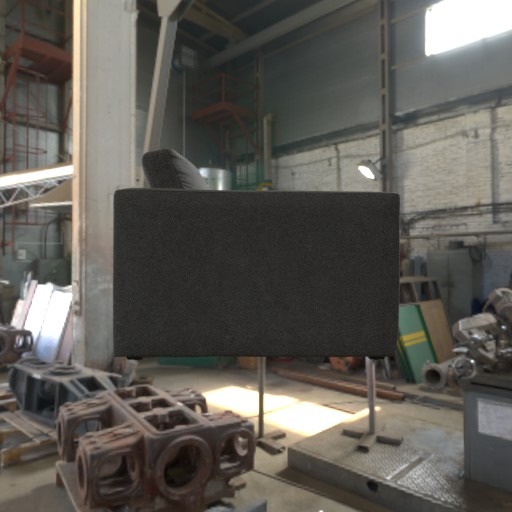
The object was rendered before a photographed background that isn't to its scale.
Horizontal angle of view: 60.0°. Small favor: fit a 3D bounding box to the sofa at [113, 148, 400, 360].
[{"bbox_3d":[0.000,0.000,2.764,1.092,0.838,2.257,0,-1,0],"label":"sofa"}]
